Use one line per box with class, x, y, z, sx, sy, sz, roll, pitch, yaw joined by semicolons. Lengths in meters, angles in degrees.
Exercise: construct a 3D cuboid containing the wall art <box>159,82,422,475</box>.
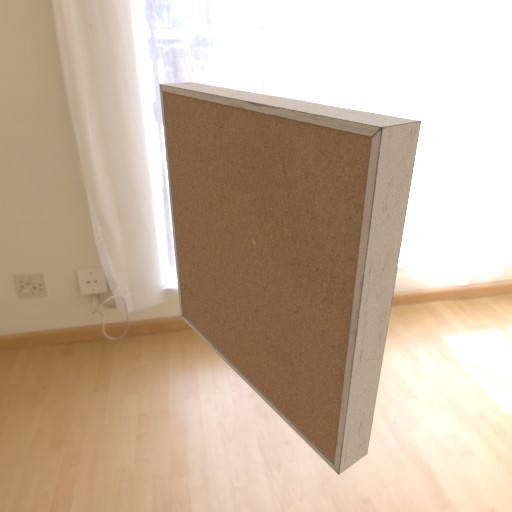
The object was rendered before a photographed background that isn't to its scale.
wall art;0.000;0.000;0.449;0.038;0.305;0.305;-18;32;-32
